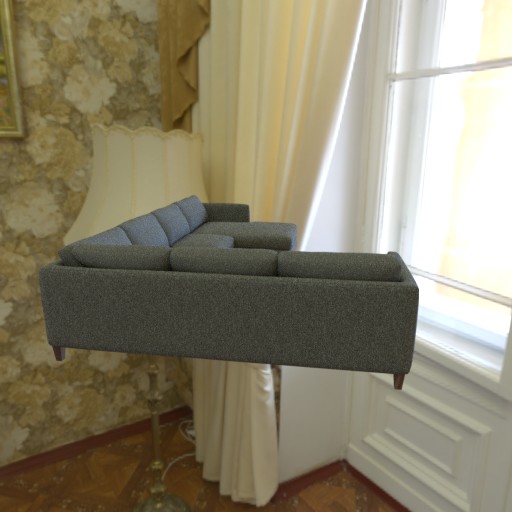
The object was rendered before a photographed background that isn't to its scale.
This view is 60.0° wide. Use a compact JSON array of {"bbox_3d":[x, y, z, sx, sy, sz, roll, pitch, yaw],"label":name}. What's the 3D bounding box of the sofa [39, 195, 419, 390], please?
[{"bbox_3d":[0.000,0.000,4.422,2.551,0.853,3.238,2,15,9],"label":"sofa"}]
